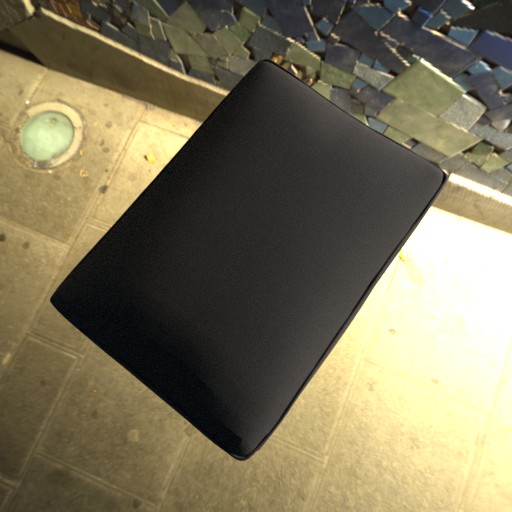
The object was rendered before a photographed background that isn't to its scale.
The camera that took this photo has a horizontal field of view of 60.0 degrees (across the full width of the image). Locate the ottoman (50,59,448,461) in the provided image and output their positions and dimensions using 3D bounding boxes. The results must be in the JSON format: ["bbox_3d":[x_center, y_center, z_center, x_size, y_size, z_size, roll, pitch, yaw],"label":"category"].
[{"bbox_3d":[0.000,0.000,0.984,0.508,0.406,0.686,36,78,9],"label":"ottoman"}]
